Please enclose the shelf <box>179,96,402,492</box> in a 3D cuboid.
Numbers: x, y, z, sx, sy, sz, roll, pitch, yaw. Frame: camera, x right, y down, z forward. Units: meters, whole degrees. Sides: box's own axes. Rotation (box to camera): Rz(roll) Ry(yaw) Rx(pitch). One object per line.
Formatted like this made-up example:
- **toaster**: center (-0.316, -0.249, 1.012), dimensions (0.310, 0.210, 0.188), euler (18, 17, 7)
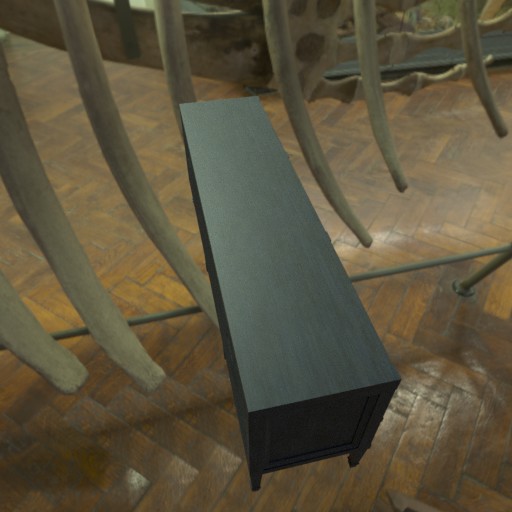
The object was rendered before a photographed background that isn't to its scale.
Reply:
- **shelf**: center (0.000, 0.000, 2.167), dimensions (0.471, 0.715, 1.878), euler (-9, 46, -9)
